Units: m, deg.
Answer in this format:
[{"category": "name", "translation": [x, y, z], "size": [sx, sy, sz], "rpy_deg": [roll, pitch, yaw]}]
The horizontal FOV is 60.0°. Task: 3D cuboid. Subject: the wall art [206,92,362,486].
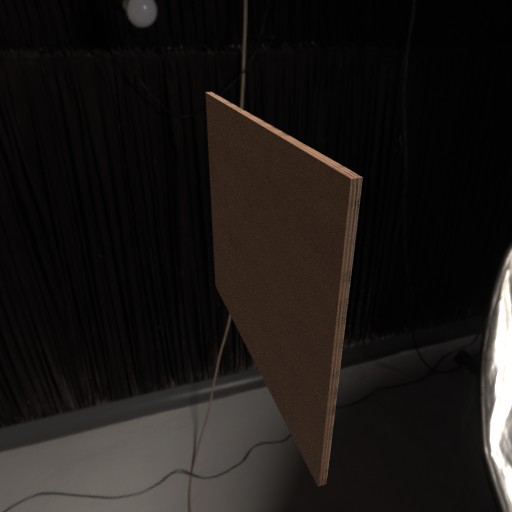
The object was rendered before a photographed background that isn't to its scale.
[{"category": "wall art", "translation": [0.000, 0.000, 0.680], "size": [0.012, 0.408, 0.508], "rpy_deg": [-10, 30, -17]}]
